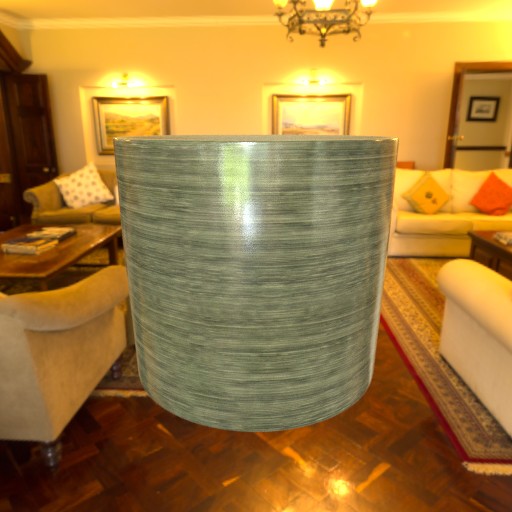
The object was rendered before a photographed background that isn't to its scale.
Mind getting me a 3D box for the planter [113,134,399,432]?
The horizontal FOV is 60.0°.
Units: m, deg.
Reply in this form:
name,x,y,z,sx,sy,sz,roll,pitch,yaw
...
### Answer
name,x,y,z,sx,sy,sz,roll,pitch,yaw
planter,0.000,0.000,0.387,0.221,0.201,0.221,0,16,0
